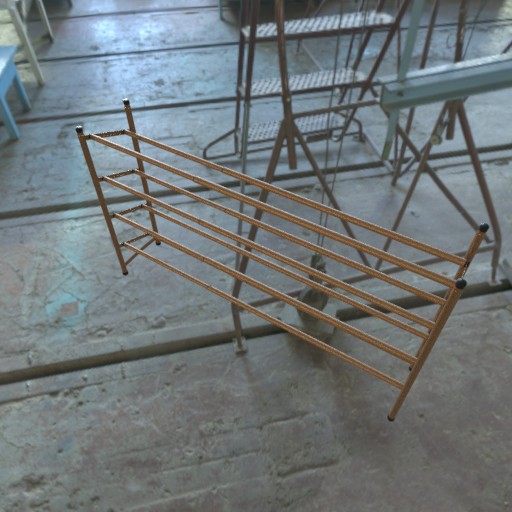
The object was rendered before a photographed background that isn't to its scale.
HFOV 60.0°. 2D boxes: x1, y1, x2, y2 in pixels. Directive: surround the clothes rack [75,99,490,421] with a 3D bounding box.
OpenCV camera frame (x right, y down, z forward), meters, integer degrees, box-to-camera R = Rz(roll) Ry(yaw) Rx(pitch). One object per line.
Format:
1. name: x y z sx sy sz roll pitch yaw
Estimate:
1. clothes rack: 0.000 0.000 1.436 1.168 0.672 0.229 25 51 22
